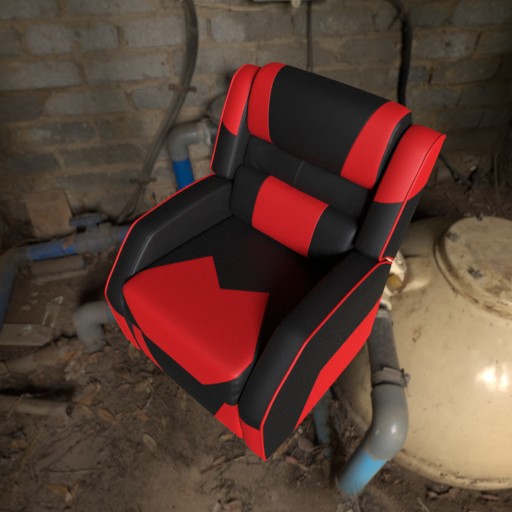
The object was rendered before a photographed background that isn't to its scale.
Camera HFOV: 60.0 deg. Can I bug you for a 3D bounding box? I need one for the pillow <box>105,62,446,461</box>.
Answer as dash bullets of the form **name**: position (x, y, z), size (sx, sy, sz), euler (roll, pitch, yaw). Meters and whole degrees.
- **pillow**: position (0.000, 0.000, 1.254), size (0.620, 0.805, 0.672), euler (32, 54, 27)
